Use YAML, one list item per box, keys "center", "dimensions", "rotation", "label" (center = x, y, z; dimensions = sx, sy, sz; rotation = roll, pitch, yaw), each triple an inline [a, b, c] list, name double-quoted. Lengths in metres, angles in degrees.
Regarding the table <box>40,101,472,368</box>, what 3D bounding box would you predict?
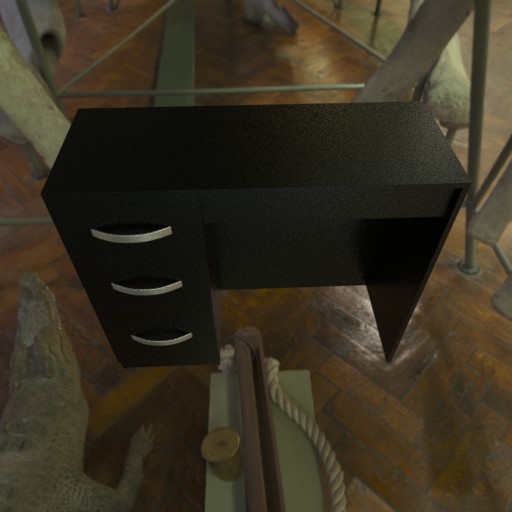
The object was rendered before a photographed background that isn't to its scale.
- center: [0.000, 0.000, 1.355]
  dimensions: [0.930, 0.790, 0.380]
  rotation: [-2, 48, -2]
  label: "table"
